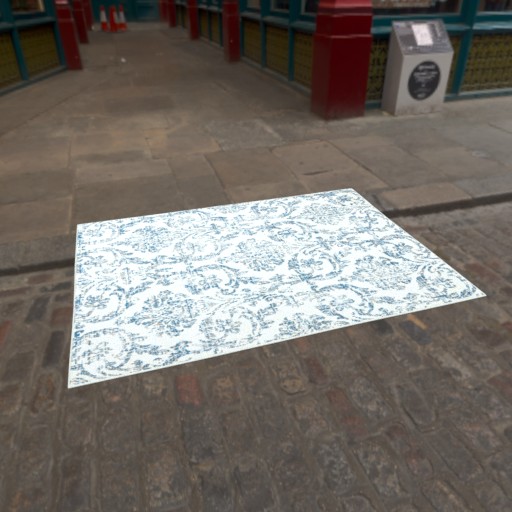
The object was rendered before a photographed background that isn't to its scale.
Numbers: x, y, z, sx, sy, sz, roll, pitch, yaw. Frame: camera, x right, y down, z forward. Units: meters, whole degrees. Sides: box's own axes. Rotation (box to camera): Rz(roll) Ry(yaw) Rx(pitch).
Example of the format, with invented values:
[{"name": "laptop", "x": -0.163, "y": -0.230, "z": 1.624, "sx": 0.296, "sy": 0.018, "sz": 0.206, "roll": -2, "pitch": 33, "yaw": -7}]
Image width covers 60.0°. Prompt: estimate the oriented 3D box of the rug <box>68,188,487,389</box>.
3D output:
[{"name": "rug", "x": 0.000, "y": 0.000, "z": 2.826, "sx": 2.197, "sy": 0.014, "sz": 1.586, "roll": -9, "pitch": 33, "yaw": -15}]
